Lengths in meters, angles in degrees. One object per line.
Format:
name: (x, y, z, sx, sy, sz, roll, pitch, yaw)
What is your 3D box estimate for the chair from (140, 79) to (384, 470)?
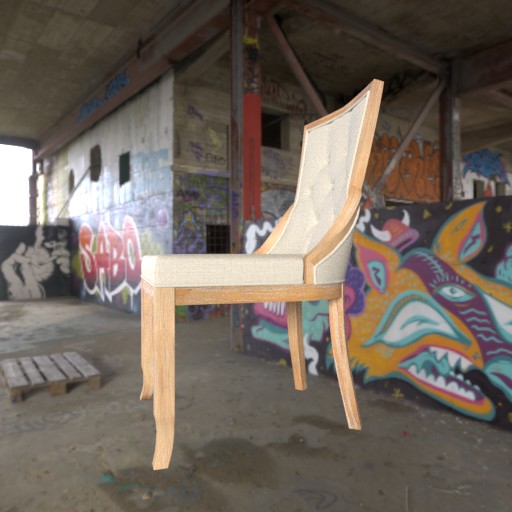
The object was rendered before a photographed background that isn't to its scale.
chair: (0.000, 0.000, 1.320, 0.641, 0.947, 0.524, 0, 0, -18)
